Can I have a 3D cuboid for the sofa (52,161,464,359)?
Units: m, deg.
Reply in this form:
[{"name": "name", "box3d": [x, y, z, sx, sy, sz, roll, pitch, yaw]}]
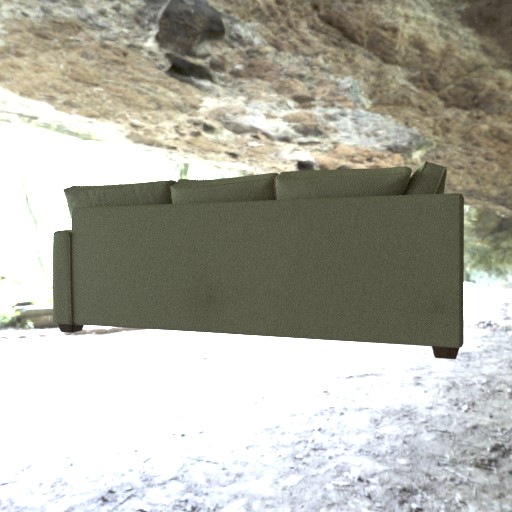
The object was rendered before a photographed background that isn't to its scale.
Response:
[{"name": "sofa", "box3d": [0.000, 0.000, 2.855, 2.323, 0.948, 1.053, 0, 0, 18]}]
